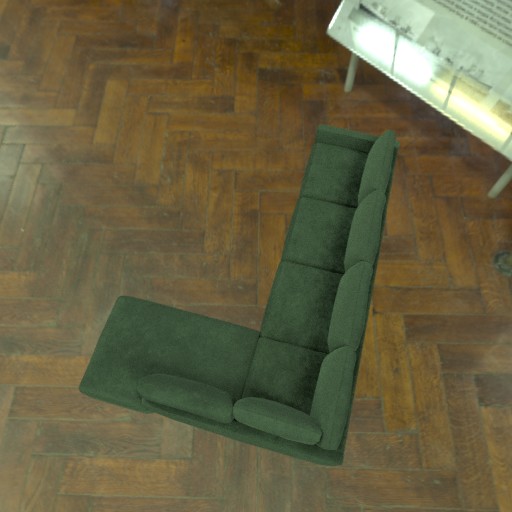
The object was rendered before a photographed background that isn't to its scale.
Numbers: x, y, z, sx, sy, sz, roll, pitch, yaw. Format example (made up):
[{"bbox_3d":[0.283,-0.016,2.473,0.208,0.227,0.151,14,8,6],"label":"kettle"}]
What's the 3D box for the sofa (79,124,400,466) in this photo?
[{"bbox_3d":[0.000,0.000,3.260,1.707,0.687,2.486,14,65,7],"label":"sofa"}]
